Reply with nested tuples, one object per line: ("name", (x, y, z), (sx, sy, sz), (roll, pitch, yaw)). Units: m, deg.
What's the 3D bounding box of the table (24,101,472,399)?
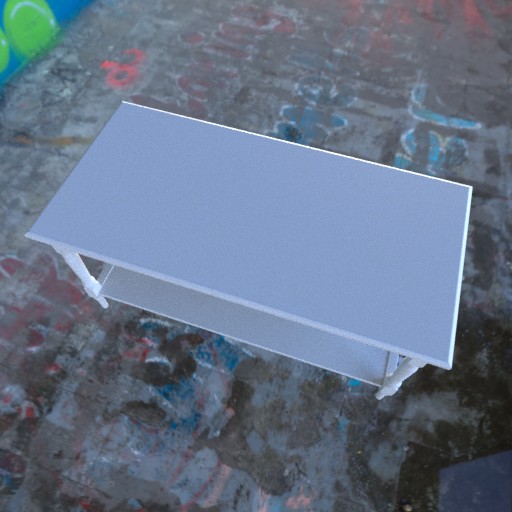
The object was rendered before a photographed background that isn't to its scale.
("table", (0.000, 0.000, 1.426), (1.109, 0.506, 0.551), (16, 61, 9))
